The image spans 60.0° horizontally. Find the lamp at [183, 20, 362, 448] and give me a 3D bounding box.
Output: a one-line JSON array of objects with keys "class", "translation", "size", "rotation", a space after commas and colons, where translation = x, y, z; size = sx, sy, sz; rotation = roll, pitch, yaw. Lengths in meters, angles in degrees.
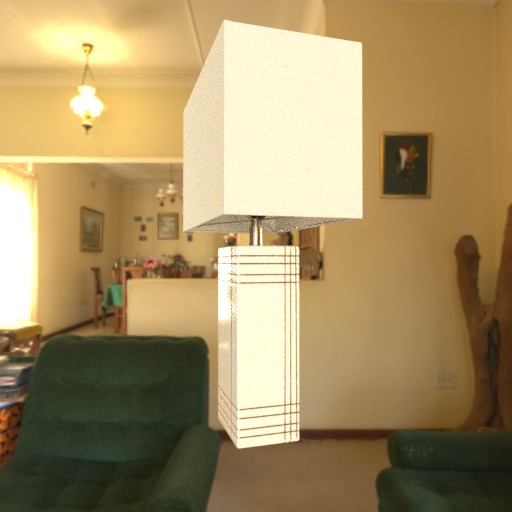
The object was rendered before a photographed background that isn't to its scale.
[{"class": "lamp", "translation": [0.000, 0.000, 0.695], "size": [0.182, 0.543, 0.334], "rotation": [0, -1, -17]}]
